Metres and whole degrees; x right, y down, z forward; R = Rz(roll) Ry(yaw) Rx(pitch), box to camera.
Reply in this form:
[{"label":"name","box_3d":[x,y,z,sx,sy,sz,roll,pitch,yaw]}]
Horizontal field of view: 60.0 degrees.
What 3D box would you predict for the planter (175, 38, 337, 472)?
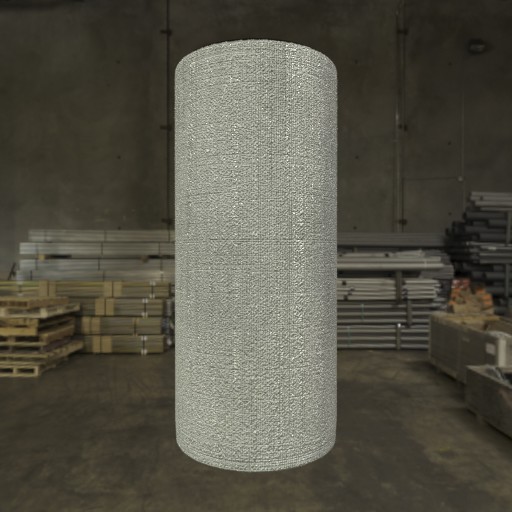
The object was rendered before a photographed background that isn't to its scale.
[{"label":"planter","box_3d":[0.000,0.000,0.126,0.045,0.103,0.045,0,1,0]}]
